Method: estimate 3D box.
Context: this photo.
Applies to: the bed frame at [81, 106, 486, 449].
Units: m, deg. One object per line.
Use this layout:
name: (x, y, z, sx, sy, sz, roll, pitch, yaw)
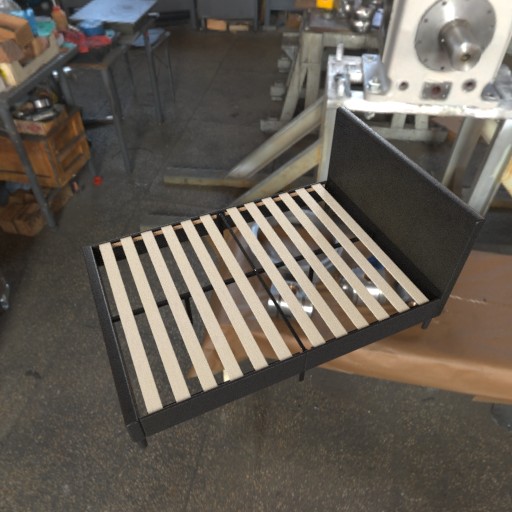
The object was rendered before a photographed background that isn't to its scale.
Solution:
bed frame: (0.000, 0.000, 2.986, 2.152, 1.046, 1.469, -18, 48, -17)
